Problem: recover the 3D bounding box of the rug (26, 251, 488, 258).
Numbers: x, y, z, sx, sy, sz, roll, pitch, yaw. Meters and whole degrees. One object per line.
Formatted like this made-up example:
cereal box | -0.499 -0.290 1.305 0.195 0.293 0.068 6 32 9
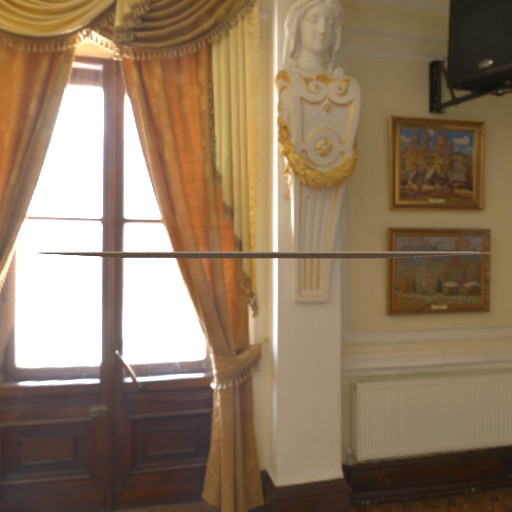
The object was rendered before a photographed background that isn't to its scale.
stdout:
rug | 0.000 0.000 4.055 3.051 0.013 2.380 0 -1 0
